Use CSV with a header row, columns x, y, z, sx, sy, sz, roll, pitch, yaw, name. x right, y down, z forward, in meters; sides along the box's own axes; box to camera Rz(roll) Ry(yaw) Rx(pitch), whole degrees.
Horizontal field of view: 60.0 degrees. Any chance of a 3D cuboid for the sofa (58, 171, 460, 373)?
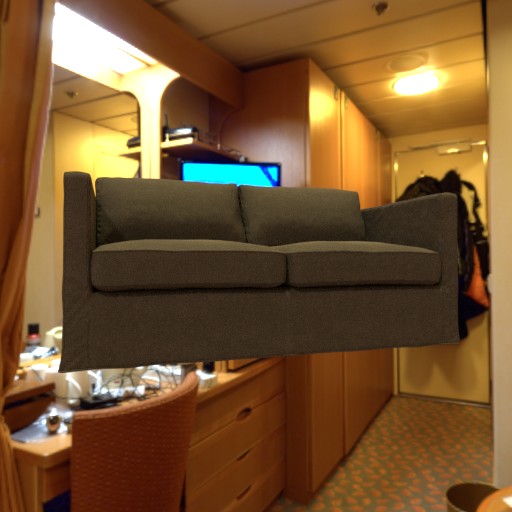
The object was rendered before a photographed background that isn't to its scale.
x,y,z,sx,sy,sz,roll,pitch,yaw,name
0.000,0.000,2.299,1.802,0.854,0.974,0,-1,-18,sofa
